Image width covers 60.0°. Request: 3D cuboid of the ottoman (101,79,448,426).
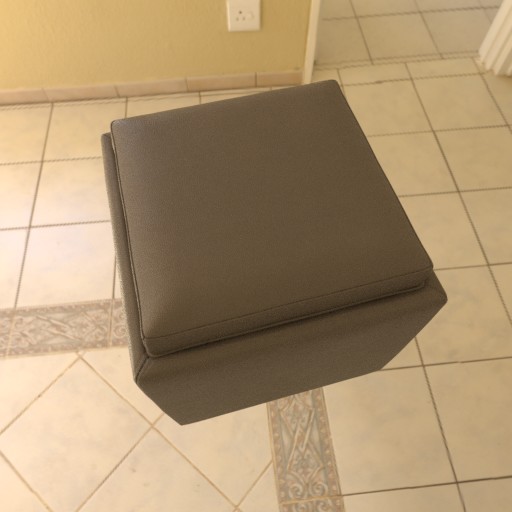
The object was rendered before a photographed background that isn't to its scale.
[{"bbox_3d":[0.000,0.000,0.815,0.451,0.460,0.450,-13,62,-7],"label":"ottoman"}]
